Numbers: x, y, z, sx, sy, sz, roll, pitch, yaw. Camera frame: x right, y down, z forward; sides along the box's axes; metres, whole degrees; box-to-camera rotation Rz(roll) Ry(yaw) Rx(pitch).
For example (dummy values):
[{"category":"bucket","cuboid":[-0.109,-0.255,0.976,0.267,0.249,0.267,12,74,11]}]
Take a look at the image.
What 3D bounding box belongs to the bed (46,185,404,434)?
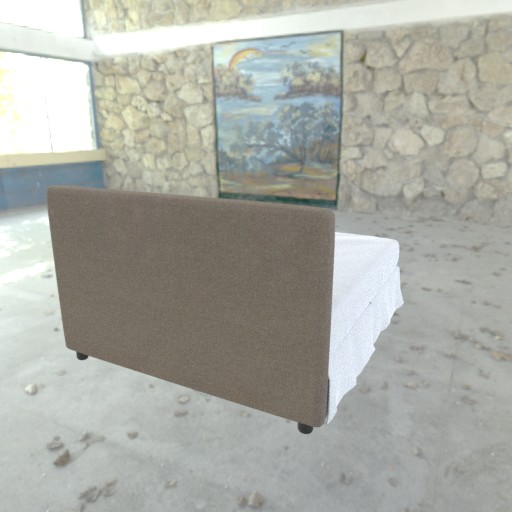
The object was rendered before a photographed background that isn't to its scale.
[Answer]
[{"category":"bed","cuboid":[0.000,0.000,3.718,2.119,1.317,2.341,8,18,26]}]
